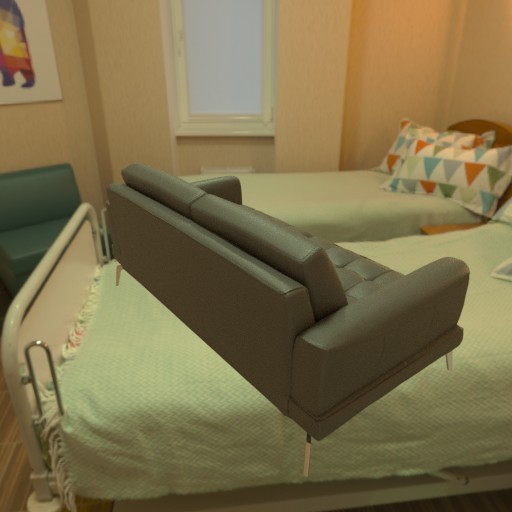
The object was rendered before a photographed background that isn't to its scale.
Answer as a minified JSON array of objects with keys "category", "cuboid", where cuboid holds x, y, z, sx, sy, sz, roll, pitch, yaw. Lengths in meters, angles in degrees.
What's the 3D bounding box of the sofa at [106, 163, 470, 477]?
[{"category":"sofa","cuboid":[0.000,0.000,2.685,1.121,0.930,2.177,-18,31,-33]}]
